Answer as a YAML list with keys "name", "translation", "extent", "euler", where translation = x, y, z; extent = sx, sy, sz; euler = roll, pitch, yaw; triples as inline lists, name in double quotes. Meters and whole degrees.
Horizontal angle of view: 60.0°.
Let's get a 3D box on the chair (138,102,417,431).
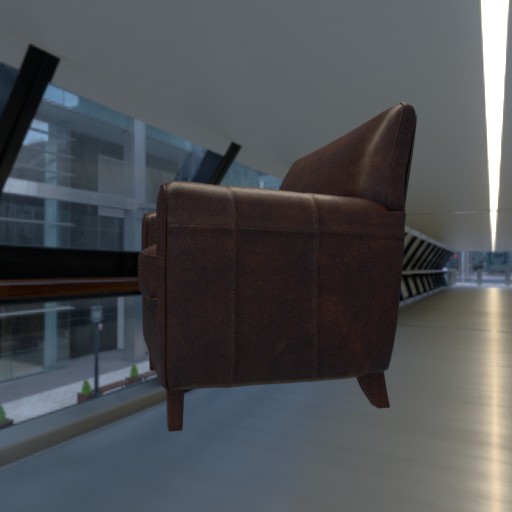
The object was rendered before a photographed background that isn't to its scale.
- name: "chair"
  translation: [0.000, 0.000, 1.626]
  extent: [0.823, 0.943, 0.870]
  euler: [0, -1, -17]
